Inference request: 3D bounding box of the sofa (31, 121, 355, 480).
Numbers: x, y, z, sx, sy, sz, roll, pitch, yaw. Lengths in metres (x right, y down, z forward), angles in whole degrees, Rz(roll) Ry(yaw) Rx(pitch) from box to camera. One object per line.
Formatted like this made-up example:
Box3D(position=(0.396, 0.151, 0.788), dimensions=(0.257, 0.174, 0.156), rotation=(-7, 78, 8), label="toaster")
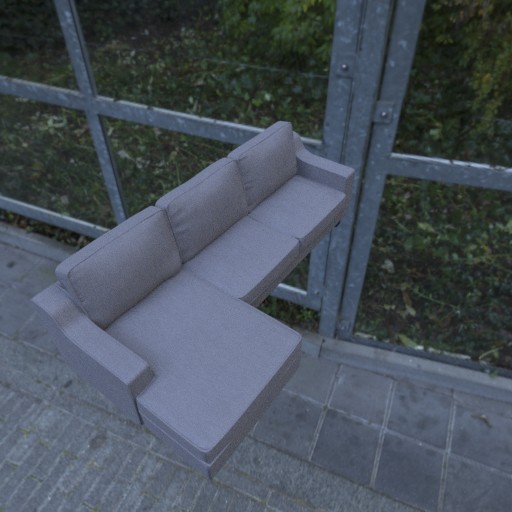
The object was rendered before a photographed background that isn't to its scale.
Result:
Box3D(position=(0.000, 0.000, 3.151), dimensions=(1.294, 0.928, 2.561), rotation=(26, 49, 26), label="sofa")
